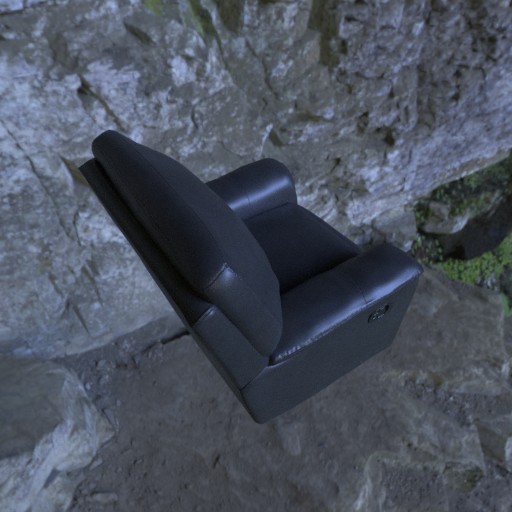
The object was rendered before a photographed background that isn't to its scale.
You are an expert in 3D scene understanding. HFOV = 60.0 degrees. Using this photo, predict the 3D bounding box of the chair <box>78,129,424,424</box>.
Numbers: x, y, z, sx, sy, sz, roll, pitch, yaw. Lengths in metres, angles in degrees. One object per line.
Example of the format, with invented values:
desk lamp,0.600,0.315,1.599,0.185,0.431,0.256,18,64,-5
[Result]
chair,0.000,0.000,1.969,1.087,1.109,1.096,-24,47,-25
